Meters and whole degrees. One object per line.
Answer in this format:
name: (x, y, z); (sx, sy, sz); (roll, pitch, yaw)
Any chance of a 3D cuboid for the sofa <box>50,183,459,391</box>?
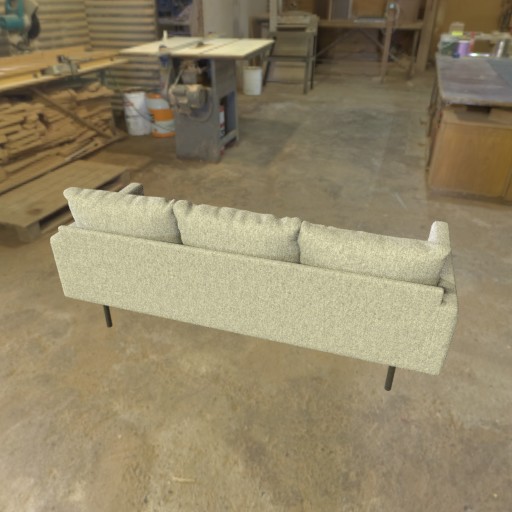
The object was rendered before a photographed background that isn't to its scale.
sofa: (0.000, 0.000, 2.471); (2.000, 0.830, 0.850); (9, 32, 15)
